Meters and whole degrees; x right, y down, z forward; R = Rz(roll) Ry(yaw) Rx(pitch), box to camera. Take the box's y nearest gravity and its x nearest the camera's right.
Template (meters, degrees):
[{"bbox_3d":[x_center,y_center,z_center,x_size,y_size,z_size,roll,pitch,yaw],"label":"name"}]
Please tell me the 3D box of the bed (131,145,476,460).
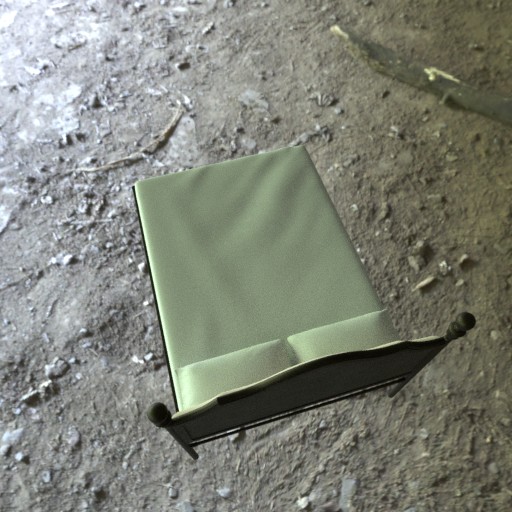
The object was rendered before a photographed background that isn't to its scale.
[{"bbox_3d":[0.000,0.000,3.221,1.642,1.499,2.224,-14,60,-8],"label":"bed"}]
